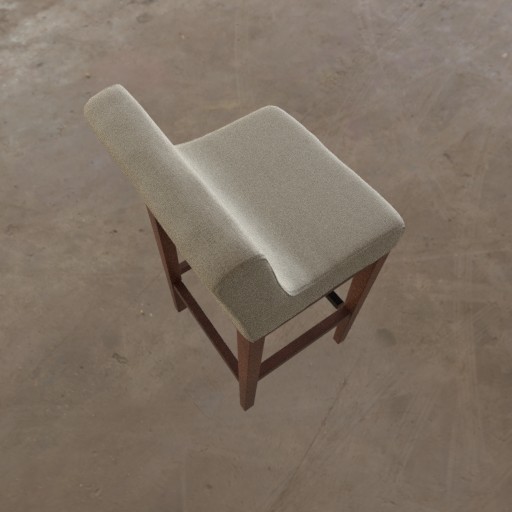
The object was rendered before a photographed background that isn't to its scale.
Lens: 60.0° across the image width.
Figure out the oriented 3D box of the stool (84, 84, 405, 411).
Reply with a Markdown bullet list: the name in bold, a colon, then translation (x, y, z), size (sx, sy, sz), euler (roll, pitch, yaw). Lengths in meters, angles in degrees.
- **stool**: translation (0.000, 0.000, 1.206), size (0.500, 0.937, 0.511), euler (-31, 63, -18)
